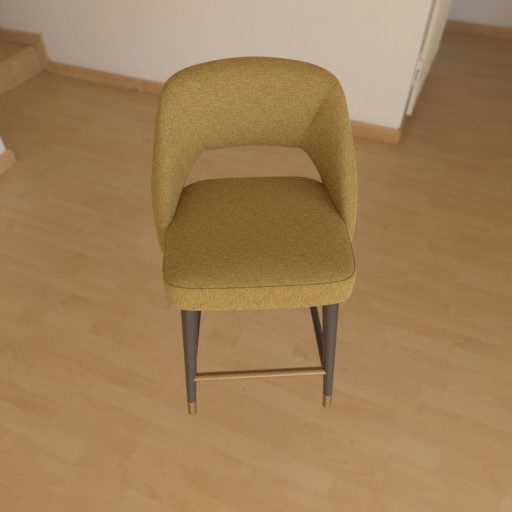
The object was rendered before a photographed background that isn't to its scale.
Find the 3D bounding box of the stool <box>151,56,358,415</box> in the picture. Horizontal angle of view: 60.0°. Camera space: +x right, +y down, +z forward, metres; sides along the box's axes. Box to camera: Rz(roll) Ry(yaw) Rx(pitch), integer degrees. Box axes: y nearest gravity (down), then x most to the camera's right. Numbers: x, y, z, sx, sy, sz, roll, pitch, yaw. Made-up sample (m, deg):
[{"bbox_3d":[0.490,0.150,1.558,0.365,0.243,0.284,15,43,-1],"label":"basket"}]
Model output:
[{"bbox_3d":[0.000,0.000,1.282,0.536,0.939,0.522,-2,47,-2],"label":"stool"}]
